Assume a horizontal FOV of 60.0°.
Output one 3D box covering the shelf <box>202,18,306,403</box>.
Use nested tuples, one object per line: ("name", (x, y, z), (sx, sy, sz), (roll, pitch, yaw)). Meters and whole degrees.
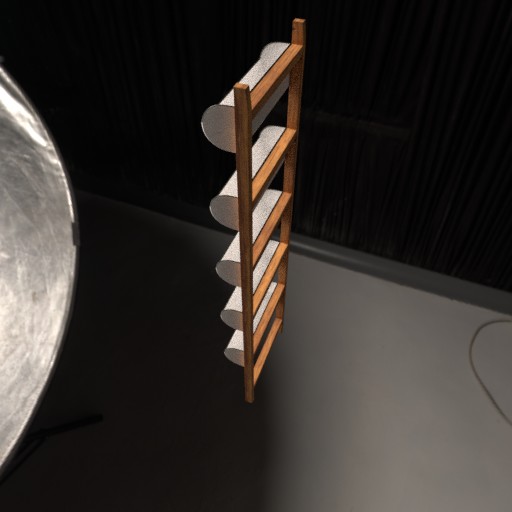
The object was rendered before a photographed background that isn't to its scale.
("shelf", (0.000, 0.000, 1.738), (0.141, 1.600, 0.454), (16, 49, 14))
